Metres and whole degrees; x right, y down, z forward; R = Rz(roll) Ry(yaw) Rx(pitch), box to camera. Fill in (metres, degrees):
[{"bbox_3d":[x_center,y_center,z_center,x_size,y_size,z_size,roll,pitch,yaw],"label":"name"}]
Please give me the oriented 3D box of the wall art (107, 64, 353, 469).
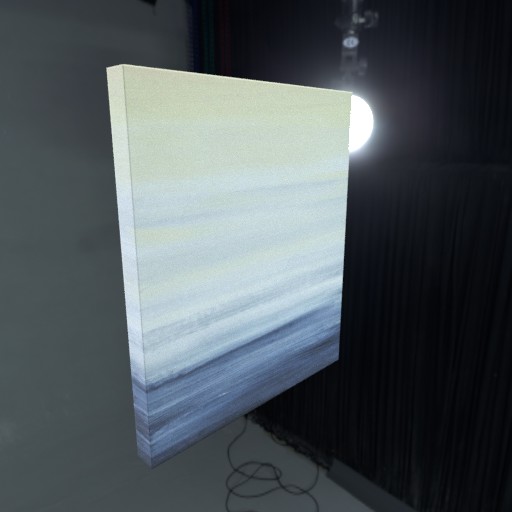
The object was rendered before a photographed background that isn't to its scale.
[{"bbox_3d":[0.000,0.000,0.697,0.435,0.511,0.037,-15,21,-43],"label":"wall art"}]
